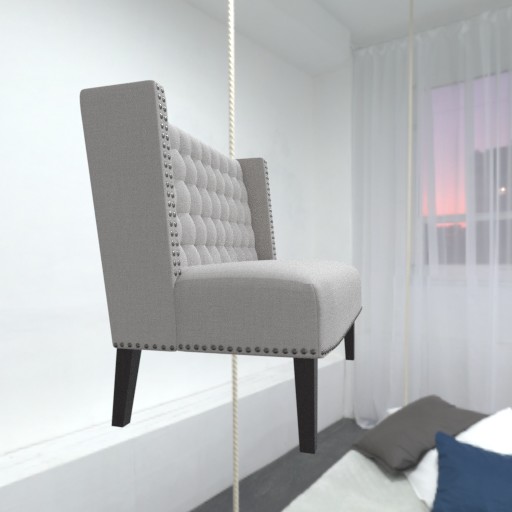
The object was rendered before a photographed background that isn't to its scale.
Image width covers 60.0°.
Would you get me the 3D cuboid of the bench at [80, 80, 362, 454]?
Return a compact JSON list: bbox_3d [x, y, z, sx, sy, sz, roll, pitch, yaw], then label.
[{"bbox_3d":[0.000,0.000,1.950,0.847,1.123,1.280,0,0,18],"label":"bench"}]
